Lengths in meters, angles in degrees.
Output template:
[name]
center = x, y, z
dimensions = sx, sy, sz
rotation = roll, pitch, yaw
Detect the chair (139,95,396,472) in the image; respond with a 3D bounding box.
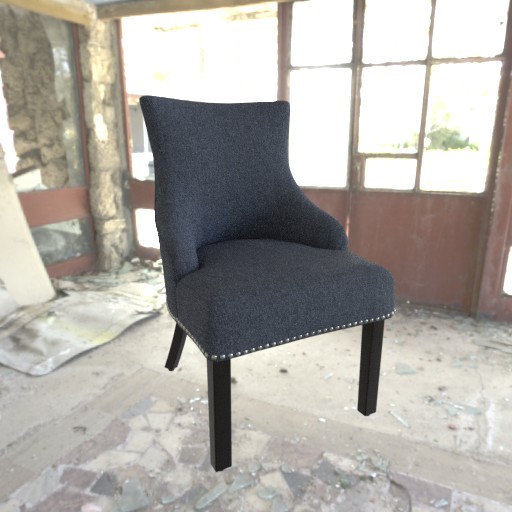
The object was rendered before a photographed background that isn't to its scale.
[chair]
center = 0.000, 0.000, 1.305
dimensions = 0.566, 0.909, 0.629
rotation = -8, 17, -27
